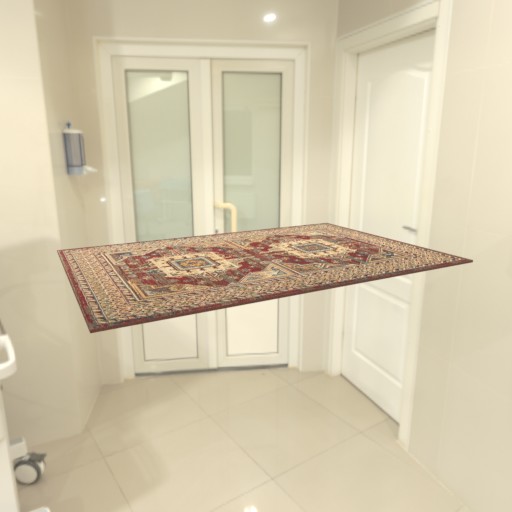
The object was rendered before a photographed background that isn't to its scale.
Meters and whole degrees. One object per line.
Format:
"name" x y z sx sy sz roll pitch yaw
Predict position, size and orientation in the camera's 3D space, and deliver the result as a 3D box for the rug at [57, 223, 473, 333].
"rug" 0.000 0.000 5.833 4.578 0.033 3.033 -8 16 -27
